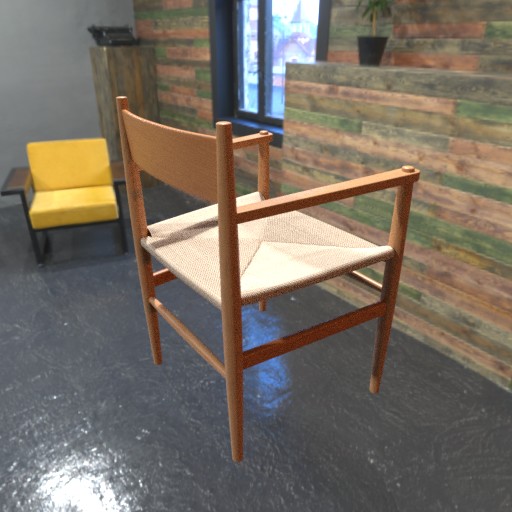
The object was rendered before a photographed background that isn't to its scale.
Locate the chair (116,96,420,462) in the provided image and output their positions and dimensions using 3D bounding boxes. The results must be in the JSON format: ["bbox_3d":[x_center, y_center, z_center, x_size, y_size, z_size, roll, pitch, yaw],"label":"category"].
[{"bbox_3d":[0.000,0.000,1.132,0.495,0.762,0.556,-18,31,-32],"label":"chair"}]
